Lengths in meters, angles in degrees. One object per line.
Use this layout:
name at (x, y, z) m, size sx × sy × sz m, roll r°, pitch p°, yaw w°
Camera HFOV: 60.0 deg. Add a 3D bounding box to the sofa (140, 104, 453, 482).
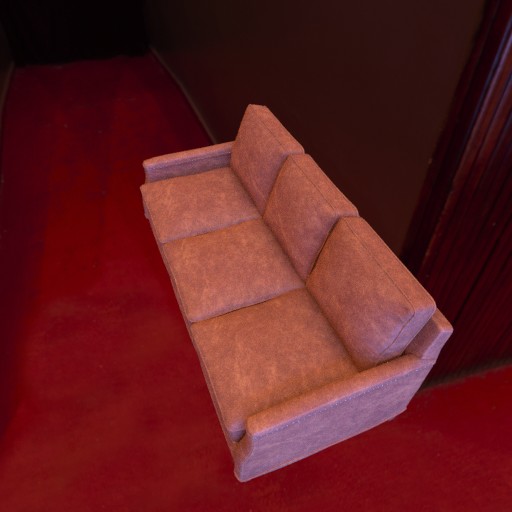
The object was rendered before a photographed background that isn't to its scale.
sofa at (0.000, 0.000, 2.803) m, size 1.084 × 1.003 × 2.246 m, roll -16°, pitch 48°, yaw -15°
